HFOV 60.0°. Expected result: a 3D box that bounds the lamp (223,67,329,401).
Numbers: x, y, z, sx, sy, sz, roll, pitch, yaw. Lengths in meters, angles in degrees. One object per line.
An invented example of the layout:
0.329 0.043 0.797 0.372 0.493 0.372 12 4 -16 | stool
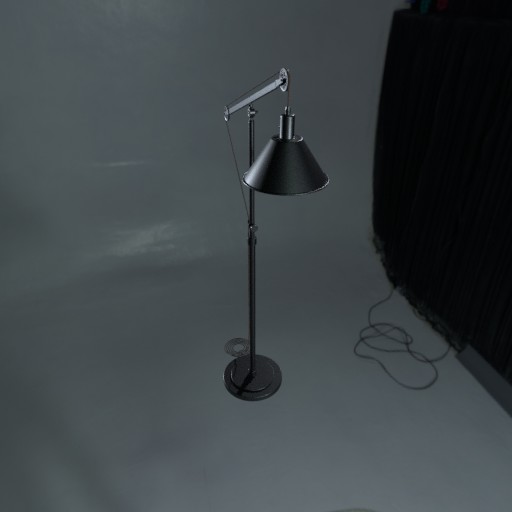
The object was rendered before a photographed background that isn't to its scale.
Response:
0.000 0.000 1.974 0.319 1.626 0.904 -10 32 -16 | lamp
